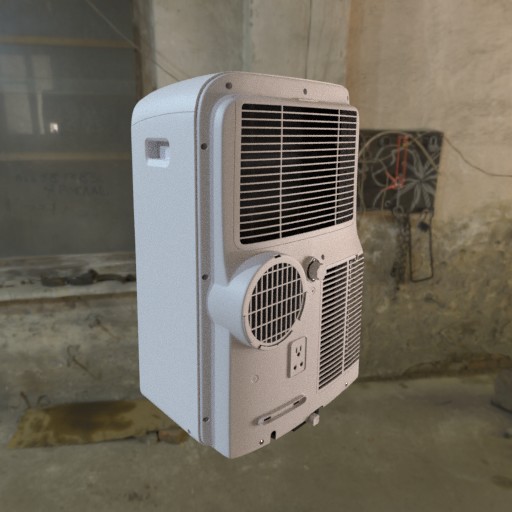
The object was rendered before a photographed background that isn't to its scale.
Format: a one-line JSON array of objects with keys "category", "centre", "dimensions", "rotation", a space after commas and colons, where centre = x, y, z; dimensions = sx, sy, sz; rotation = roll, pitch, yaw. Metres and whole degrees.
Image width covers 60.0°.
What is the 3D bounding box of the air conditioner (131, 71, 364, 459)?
[{"category": "air conditioner", "centre": [0.000, 0.000, 0.961], "dimensions": [0.365, 0.700, 0.454], "rotation": [14, 21, 42]}]
